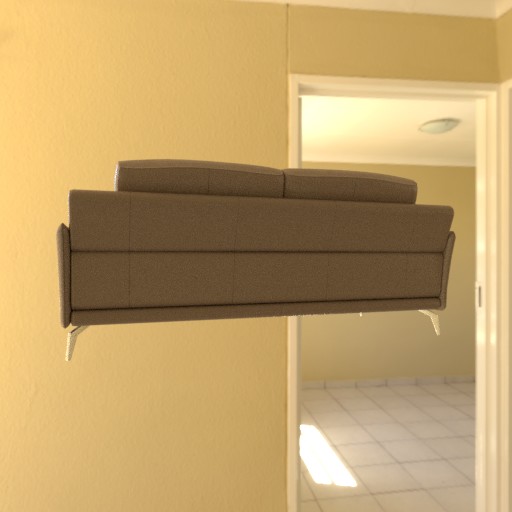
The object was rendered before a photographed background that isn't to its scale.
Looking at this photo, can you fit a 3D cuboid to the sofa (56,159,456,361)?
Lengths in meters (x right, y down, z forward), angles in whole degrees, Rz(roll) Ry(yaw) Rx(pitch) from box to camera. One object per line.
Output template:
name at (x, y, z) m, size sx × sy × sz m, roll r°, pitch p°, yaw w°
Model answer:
sofa at (0.000, 0.000, 2.659) m, size 2.101 × 0.930 × 1.049 m, roll 0°, pitch 0°, yaw -18°
